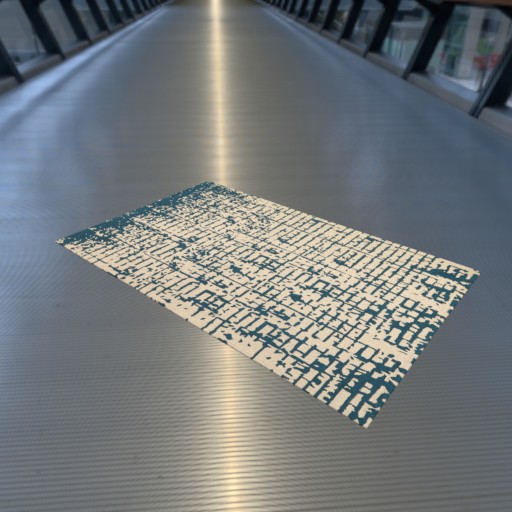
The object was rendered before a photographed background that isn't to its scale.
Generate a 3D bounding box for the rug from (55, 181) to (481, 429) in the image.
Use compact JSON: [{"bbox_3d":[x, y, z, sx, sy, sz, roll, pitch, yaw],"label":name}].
[{"bbox_3d":[0.000,0.000,2.962,2.435,0.011,1.517,23,38,33],"label":"rug"}]
